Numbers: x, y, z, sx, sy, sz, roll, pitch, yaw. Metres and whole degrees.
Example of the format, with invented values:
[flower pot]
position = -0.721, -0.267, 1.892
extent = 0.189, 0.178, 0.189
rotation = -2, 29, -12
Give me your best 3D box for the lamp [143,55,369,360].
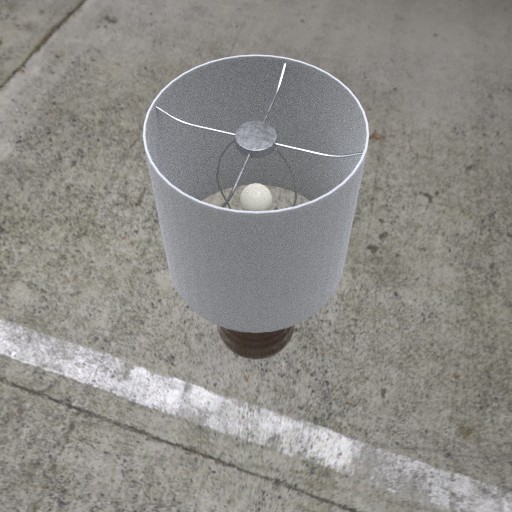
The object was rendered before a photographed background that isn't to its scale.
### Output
[lamp]
position = 0.000, 0.000, 0.480
extent = 0.186, 0.369, 0.186
rotation = 0, 58, 0
